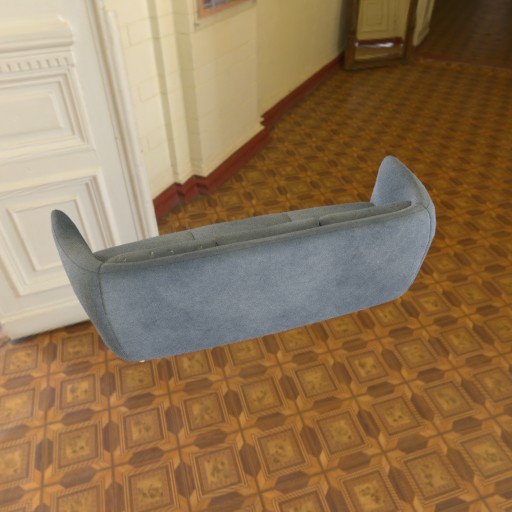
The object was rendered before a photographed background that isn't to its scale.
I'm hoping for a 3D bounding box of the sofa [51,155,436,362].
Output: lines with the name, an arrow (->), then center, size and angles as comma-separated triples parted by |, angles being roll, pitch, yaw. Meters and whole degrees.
sofa -> 0.000, 0.000, 2.538 | 2.095, 0.795, 0.849 | -11, 42, -13
